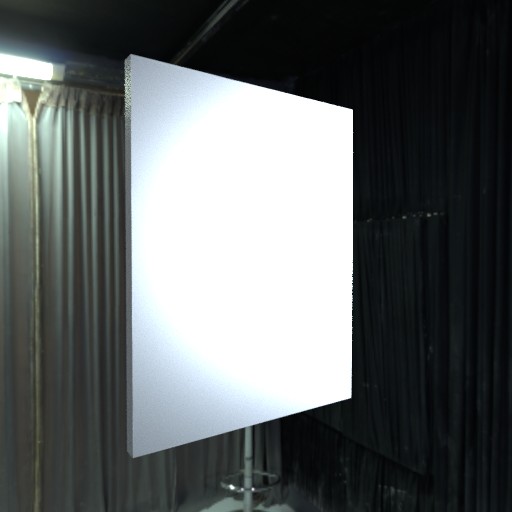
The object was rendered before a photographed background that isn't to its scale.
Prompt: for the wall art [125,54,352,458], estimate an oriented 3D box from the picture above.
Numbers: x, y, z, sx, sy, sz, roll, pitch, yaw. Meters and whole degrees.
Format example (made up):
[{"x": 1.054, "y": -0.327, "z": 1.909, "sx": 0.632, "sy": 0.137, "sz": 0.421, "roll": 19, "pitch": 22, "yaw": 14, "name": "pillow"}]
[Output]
[{"x": 0.000, "y": 0.000, "z": 0.761, "sx": 0.444, "sy": 0.569, "sz": 0.025, "roll": -1, "pitch": 1, "yaw": -35, "name": "wall art"}]
